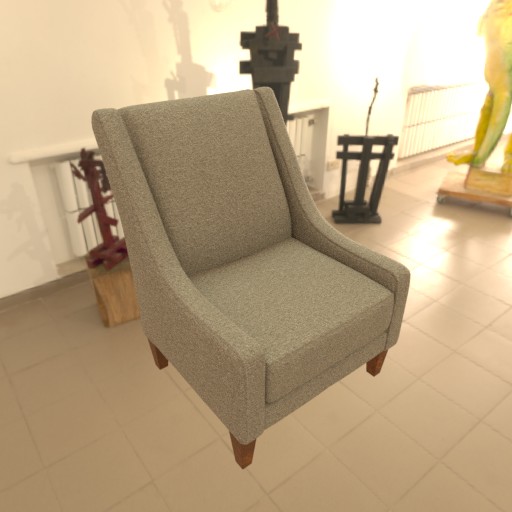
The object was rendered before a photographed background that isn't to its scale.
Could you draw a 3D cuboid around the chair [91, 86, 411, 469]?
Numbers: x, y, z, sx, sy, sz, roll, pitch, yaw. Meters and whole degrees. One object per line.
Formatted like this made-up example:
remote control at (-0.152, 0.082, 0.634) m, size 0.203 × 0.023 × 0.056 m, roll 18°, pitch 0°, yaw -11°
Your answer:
chair at (0.000, 0.000, 1.630) m, size 0.774 × 1.016 × 0.870 m, roll -22°, pitch 36°, yaw -32°
